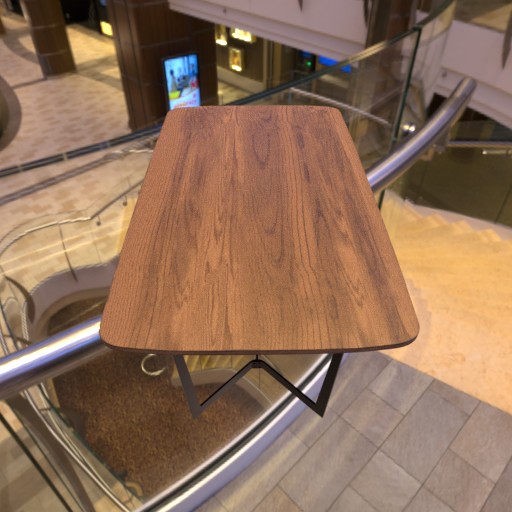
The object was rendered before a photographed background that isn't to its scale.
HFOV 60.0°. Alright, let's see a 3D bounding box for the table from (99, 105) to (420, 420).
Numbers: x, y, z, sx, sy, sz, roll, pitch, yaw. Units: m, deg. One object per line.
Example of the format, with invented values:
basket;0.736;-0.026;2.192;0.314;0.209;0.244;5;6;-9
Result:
table;0.000;0.000;2.087;0.949;0.765;1.643;-1;42;-1
